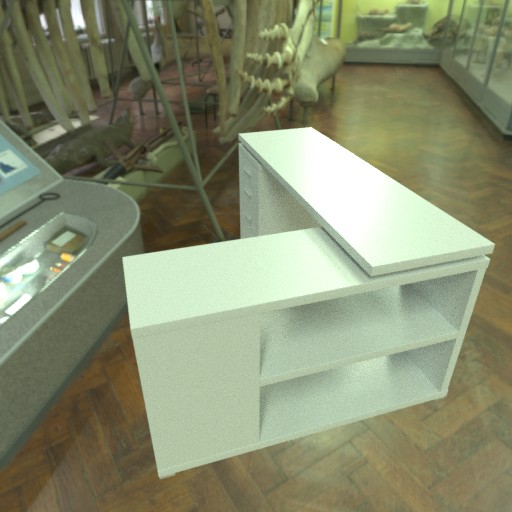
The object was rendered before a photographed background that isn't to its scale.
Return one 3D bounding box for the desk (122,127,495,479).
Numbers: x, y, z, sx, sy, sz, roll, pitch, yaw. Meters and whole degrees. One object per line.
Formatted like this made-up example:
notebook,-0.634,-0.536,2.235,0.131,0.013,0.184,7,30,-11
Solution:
desk,0.000,0.000,2.145,1.200,0.753,1.524,-9,32,-15
